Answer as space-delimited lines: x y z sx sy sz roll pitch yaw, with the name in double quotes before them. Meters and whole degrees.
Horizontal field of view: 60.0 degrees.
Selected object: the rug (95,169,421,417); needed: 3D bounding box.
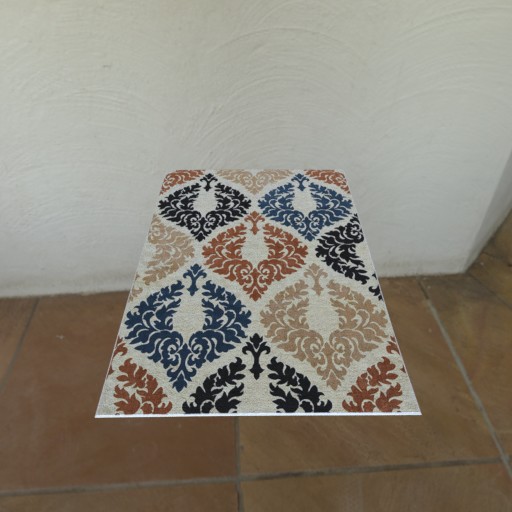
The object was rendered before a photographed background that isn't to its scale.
"rug" 0.000 0.000 2.908 1.514 0.014 2.275 0 40 0
